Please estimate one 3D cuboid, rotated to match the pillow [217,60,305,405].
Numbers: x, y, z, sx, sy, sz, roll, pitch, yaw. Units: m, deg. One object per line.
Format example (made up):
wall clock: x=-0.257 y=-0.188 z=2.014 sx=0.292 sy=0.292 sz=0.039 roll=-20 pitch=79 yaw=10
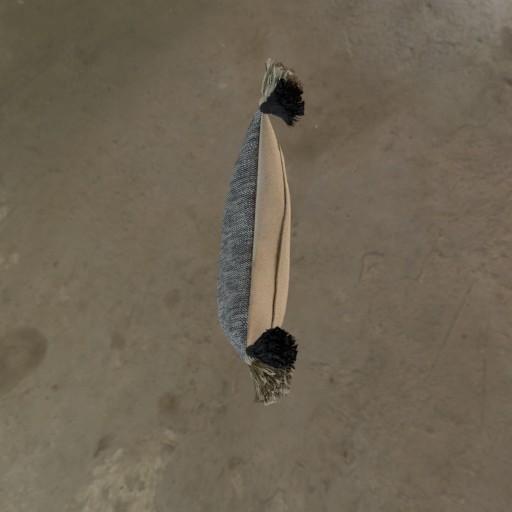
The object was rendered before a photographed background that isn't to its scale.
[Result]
pillow: x=0.000 y=0.000 z=1.031 sx=0.170 sy=0.659 sz=0.654 roll=3 pitch=75 yaw=1
